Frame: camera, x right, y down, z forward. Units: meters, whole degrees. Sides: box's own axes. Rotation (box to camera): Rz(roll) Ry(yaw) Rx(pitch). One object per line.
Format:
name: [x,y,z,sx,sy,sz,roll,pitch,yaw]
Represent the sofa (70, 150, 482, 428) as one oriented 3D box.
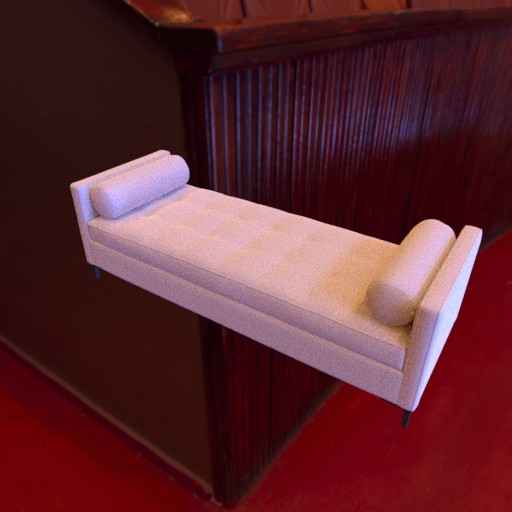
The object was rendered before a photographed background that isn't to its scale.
sofa: [0.000,0.000,2.356,1.985,0.641,0.746,19,37,28]
